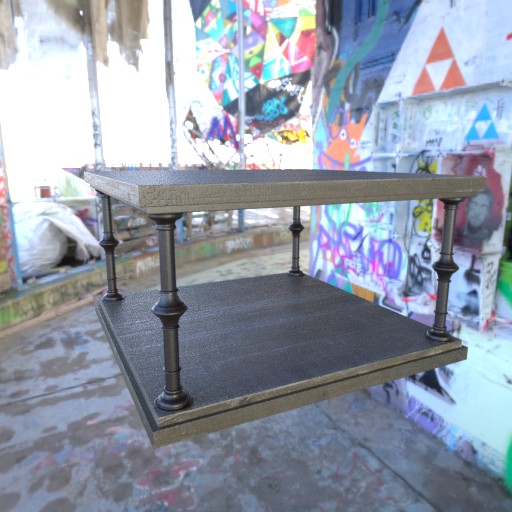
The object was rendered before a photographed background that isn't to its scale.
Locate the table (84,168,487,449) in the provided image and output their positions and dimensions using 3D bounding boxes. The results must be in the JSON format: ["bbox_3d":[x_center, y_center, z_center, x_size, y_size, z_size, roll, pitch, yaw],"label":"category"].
[{"bbox_3d":[0.000,0.000,1.091,0.696,0.400,0.696,-6,14,-26],"label":"table"}]
